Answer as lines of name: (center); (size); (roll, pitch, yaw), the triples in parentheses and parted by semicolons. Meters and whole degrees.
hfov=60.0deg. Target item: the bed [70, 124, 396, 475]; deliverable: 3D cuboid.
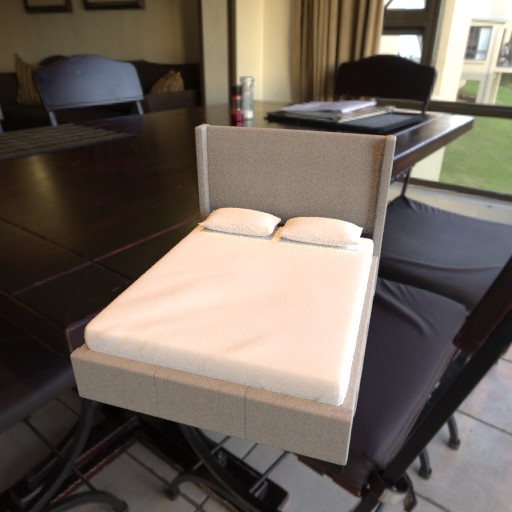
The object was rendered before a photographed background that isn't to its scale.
bed: (0.000, 0.000, 3.352); (1.774, 1.491, 2.222); (8, 28, 16)
